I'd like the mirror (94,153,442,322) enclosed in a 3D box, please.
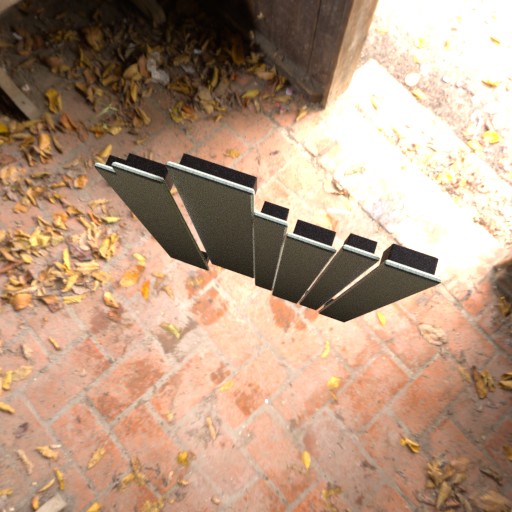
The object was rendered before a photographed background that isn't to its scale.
[{"bbox_3d":[0.000,0.000,0.792,0.445,0.611,0.058,19,78,4],"label":"mirror"}]
